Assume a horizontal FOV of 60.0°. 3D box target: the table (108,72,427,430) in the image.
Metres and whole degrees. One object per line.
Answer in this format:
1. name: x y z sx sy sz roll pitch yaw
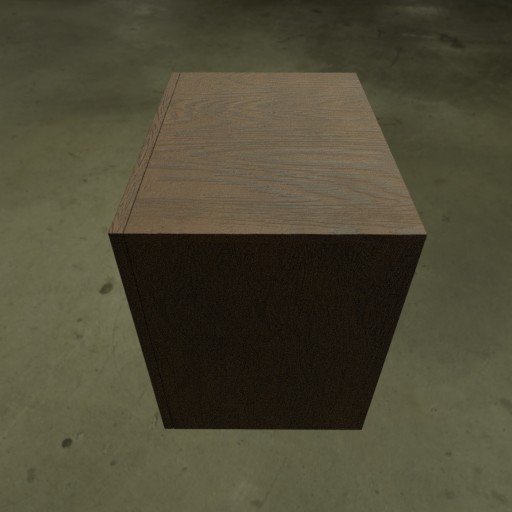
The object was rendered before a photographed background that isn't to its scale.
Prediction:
1. table: 0.000 0.000 0.966 0.439 0.585 0.560 0 42 0
